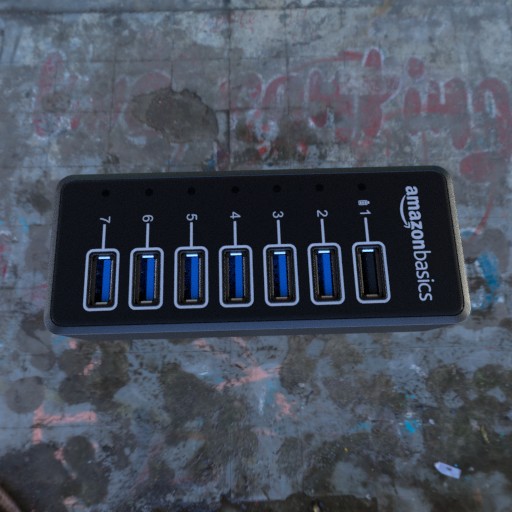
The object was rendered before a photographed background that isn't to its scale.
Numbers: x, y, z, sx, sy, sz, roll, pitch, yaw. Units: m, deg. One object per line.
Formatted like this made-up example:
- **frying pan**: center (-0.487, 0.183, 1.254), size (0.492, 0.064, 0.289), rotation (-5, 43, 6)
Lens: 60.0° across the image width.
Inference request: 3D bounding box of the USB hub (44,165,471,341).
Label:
- **USB hub**: center (0.000, 0.000, 0.128), size (0.110, 0.023, 0.044), rotation (-2, 75, 0)
